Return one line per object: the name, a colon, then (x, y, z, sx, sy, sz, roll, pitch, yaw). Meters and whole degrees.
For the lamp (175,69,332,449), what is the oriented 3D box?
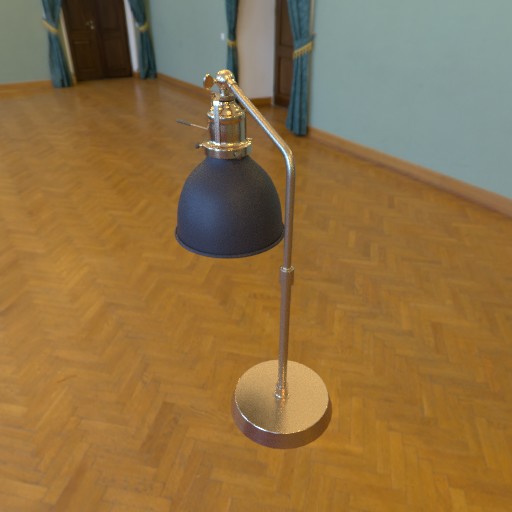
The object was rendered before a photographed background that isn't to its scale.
lamp: (0.000, 0.000, 0.602, 0.160, 0.456, 0.291, -20, 36, -29)
